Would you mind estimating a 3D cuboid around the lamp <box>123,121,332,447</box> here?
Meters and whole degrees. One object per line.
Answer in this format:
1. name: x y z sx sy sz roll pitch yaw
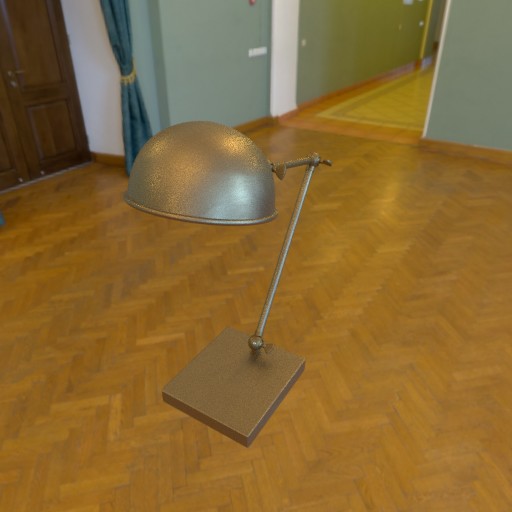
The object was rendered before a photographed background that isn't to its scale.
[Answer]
1. lamp: 0.000 0.000 0.557 0.149 0.371 0.339 18 35 27
